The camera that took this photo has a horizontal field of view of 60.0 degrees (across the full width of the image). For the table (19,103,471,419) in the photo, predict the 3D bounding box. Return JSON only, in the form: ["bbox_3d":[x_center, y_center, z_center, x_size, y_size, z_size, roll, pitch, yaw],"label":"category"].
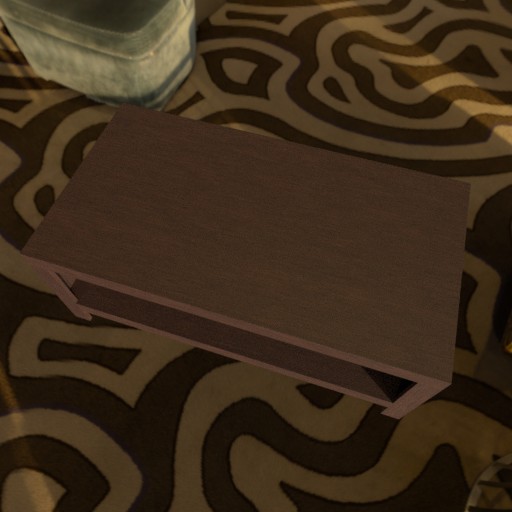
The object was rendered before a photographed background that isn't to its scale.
[{"bbox_3d":[0.000,0.000,1.392,1.099,0.424,0.597,15,61,9],"label":"table"}]
